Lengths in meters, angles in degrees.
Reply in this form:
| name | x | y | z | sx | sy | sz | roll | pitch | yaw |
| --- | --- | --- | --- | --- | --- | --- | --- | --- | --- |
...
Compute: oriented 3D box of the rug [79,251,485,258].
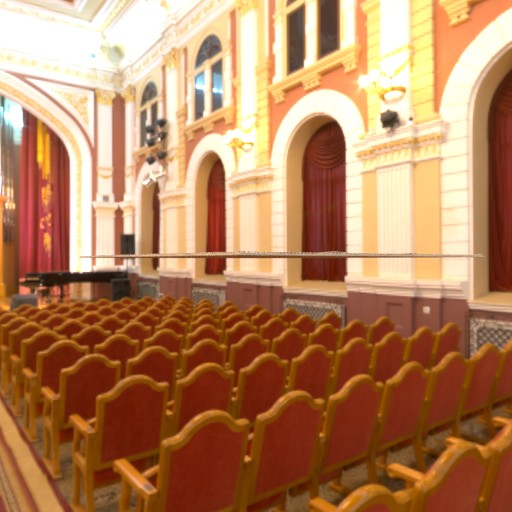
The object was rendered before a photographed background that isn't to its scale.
| name | x | y | z | sx | sy | sz | roll | pitch | yaw |
| --- | --- | --- | --- | --- | --- | --- | --- | --- | --- |
| rug | 0.000 | 0.000 | 4.149 | 2.429 | 0.030 | 3.052 | 0 | -1 | -36 |
